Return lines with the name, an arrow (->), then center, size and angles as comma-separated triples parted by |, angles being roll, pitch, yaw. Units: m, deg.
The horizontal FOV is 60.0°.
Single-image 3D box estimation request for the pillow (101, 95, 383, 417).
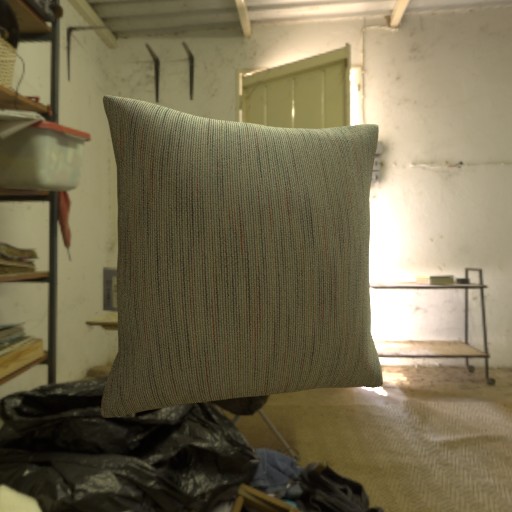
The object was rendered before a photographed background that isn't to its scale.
pillow -> 0.000, 0.000, 0.774 | 0.512, 0.506, 0.178 | 0, 0, -19
